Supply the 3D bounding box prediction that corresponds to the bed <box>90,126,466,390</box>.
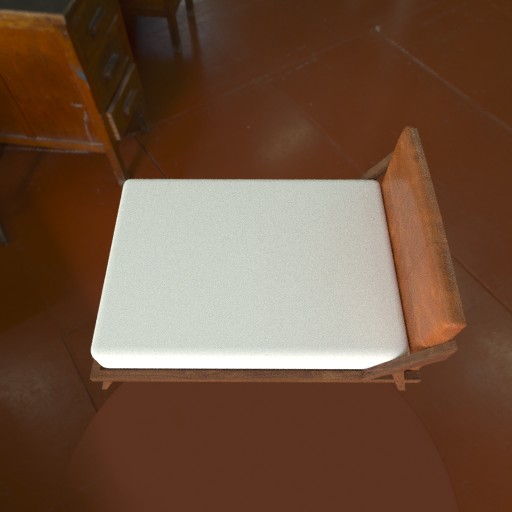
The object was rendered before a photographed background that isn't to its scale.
[{"bbox_3d":[0.000,0.000,3.256,2.311,1.168,1.651,0,59,0],"label":"bed"}]
